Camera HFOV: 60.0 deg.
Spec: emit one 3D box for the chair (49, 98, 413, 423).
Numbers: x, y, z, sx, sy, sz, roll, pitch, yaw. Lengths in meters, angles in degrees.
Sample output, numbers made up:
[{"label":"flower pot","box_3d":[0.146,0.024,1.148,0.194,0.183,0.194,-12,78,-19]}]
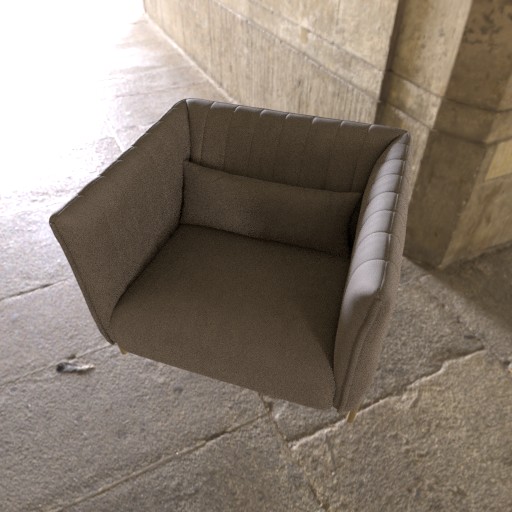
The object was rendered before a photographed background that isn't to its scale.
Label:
[{"label":"chair","box_3d":[0.000,0.000,1.633,0.981,0.779,0.873,13,44,14]}]
